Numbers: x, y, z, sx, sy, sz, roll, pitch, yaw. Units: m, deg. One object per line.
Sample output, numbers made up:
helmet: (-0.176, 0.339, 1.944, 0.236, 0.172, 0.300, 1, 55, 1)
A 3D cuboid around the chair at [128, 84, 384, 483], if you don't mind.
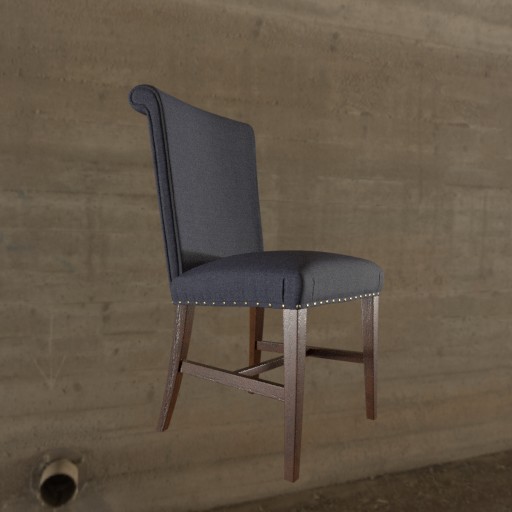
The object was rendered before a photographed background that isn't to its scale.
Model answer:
chair: (0.000, 0.000, 1.324, 0.608, 0.988, 0.513, 0, 0, 36)
